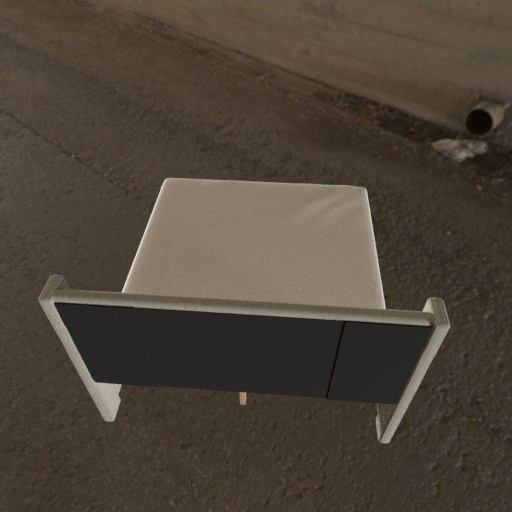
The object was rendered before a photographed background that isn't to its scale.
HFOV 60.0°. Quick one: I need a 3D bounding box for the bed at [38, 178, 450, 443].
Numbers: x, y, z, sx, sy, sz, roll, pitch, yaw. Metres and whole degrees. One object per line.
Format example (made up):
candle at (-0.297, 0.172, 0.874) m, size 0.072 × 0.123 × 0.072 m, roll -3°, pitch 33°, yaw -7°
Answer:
bed at (0.000, 0.000, 3.586) m, size 2.140 × 1.470 × 2.280 m, roll 3°, pitch 45°, yaw 3°
